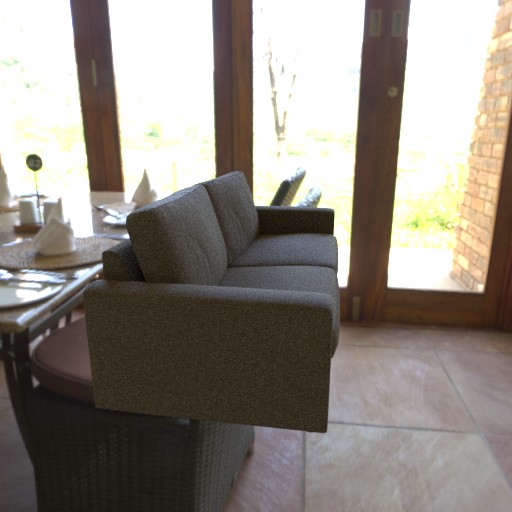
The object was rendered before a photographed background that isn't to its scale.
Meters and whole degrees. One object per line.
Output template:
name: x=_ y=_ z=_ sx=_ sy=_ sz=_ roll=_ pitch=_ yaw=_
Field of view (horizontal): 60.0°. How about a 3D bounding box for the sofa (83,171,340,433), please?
sofa: x=0.000 y=0.000 z=2.717 sx=1.016 sy=0.873 sz=2.179 roll=3 pitch=16 yaw=10
